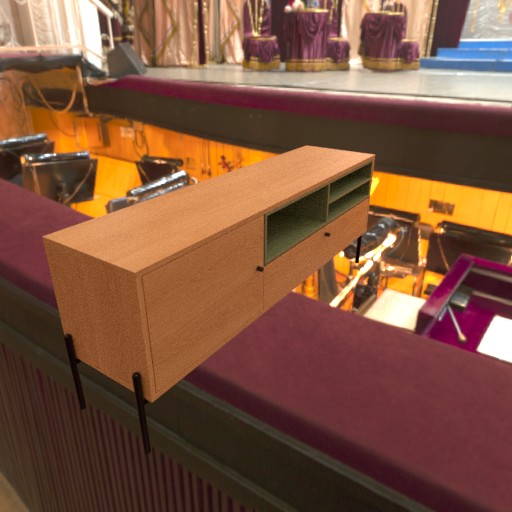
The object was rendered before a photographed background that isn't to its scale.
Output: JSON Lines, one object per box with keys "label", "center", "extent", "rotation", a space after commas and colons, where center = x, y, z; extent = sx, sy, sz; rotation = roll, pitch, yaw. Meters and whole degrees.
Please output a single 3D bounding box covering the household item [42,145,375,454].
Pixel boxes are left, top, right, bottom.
{"label": "household item", "center": [0.000, 0.000, 1.817], "extent": [0.400, 0.600, 1.550], "rotation": [17, 30, 31]}
